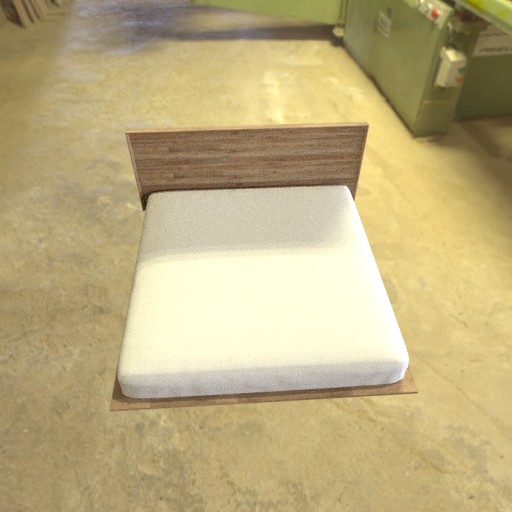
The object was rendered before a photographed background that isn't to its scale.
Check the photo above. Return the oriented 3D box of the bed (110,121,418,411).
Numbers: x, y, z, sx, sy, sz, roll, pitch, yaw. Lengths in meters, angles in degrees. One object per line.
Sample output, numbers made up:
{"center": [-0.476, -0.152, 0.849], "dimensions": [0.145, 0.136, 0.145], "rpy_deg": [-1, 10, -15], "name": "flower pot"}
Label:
{"center": [0.000, 0.000, 3.505], "dimensions": [2.116, 1.100, 2.167], "rpy_deg": [-3, 45, -3], "name": "bed"}
